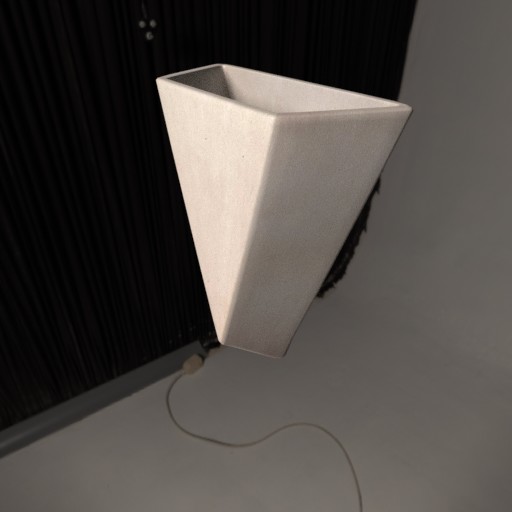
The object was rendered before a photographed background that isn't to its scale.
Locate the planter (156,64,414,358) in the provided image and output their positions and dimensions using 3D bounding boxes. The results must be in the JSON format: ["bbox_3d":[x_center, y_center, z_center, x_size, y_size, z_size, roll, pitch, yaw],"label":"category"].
[{"bbox_3d":[0.000,0.000,0.272,0.060,0.197,0.150,-21,37,-31],"label":"planter"}]
